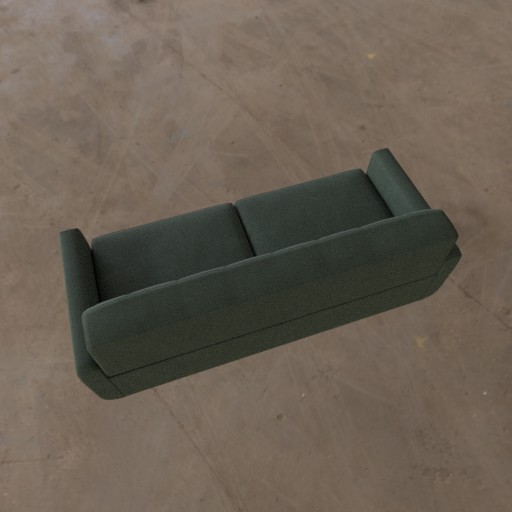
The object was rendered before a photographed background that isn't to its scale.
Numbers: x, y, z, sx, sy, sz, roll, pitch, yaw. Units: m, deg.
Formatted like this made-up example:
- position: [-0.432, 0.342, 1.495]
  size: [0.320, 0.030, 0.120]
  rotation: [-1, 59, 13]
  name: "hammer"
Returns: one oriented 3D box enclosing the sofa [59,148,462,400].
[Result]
- position: [0.000, 0.000, 2.538]
  size: [2.029, 0.841, 0.909]
  rotation: [-16, 59, -10]
  name: "sofa"
